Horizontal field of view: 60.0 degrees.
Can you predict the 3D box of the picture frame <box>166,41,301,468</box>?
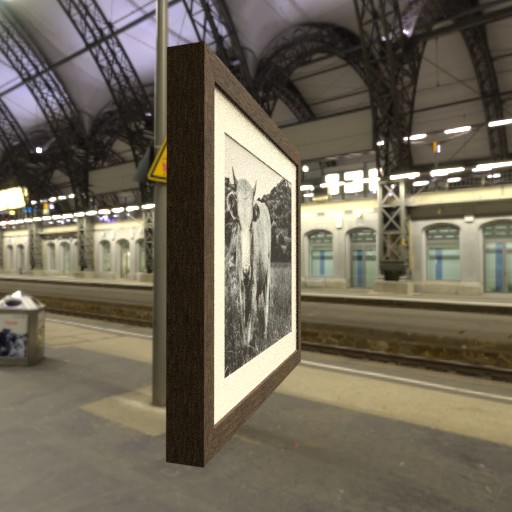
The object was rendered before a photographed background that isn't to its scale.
[{"bbox_3d":[0.000,0.000,0.528,0.033,0.330,0.378,0,-1,17],"label":"picture frame"}]
